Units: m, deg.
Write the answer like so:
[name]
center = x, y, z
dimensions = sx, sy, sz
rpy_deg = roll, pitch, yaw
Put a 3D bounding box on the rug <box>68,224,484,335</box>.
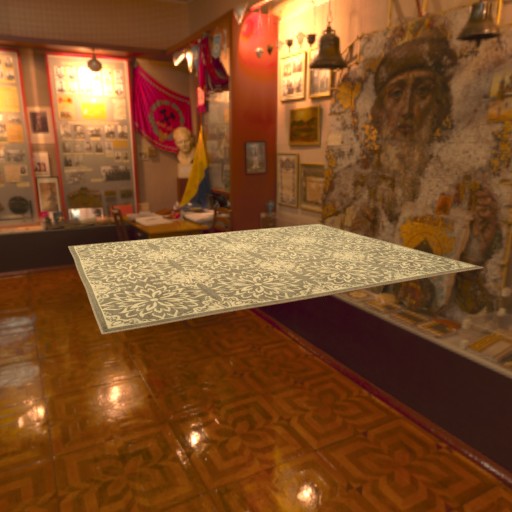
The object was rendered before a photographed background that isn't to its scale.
[rug]
center = 0.000, 0.000, 3.999
dimensions = 2.980, 0.012, 2.363
rpy_deg = -7, 15, -26
